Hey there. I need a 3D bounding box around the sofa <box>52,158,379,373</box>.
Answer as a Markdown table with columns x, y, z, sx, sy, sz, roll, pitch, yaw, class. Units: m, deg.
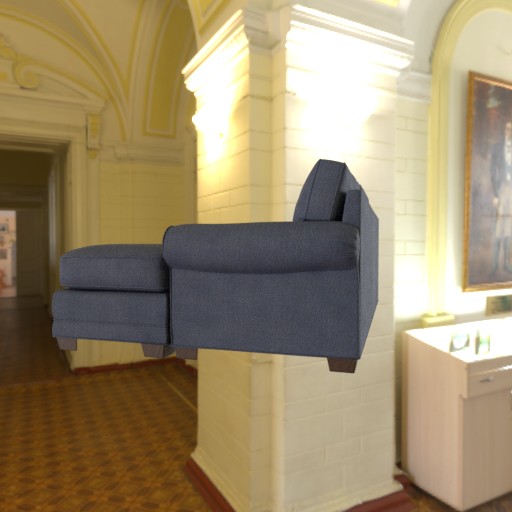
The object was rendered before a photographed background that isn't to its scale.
| x | y | z | sx | sy | sz | roll | pitch | yaw | class |
| --- | --- | --- | --- | --- | --- | --- | --- | --- | --- |
| 0.000 | 0.000 | 3.477 | 1.780 | 1.063 | 2.567 | 0 | 1 | 17 | sofa |
